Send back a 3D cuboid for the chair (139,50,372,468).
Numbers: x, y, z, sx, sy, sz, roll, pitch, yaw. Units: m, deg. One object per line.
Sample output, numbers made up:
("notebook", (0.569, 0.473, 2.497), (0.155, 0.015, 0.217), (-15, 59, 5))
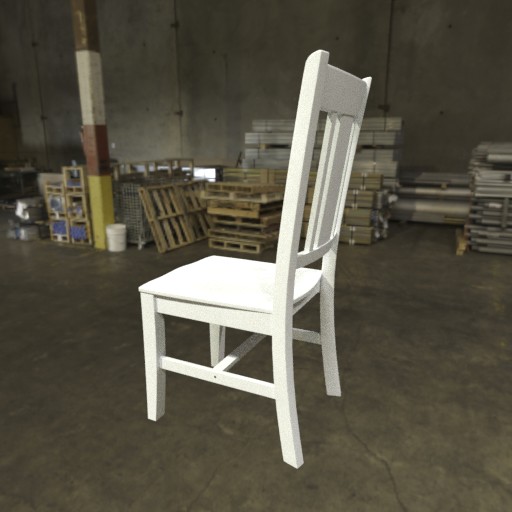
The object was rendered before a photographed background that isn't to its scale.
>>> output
("chair", (0.000, 0.000, 1.297), (0.555, 0.998, 0.450), (7, 16, 25))
